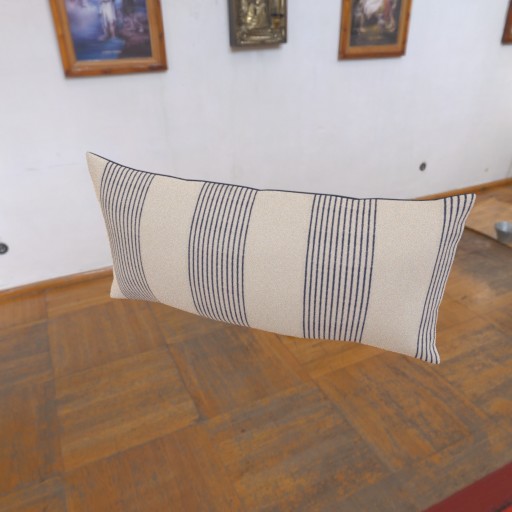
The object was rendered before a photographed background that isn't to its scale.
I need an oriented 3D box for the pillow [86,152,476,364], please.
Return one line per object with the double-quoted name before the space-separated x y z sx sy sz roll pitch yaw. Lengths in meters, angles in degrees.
"pillow" 0.000 0.000 0.720 0.610 0.287 0.151 9 29 17
